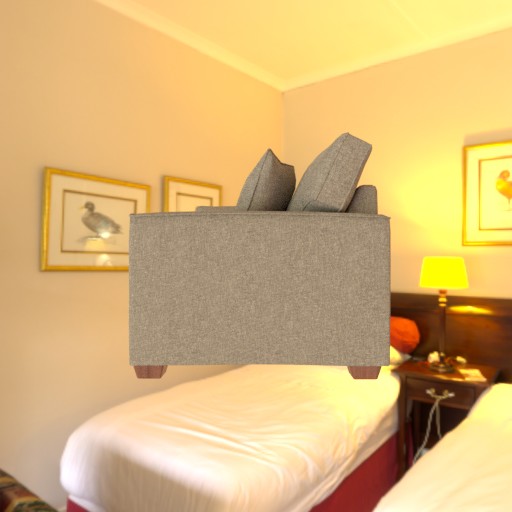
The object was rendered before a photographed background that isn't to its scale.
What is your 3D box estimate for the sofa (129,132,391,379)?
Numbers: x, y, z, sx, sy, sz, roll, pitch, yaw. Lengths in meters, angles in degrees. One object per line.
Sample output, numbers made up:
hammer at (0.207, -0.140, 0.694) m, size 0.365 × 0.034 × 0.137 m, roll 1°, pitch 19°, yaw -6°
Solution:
sofa at (0.000, 0.000, 2.829) m, size 1.061 × 0.962 × 2.317 m, roll 0°, pitch 0°, yaw 1°
